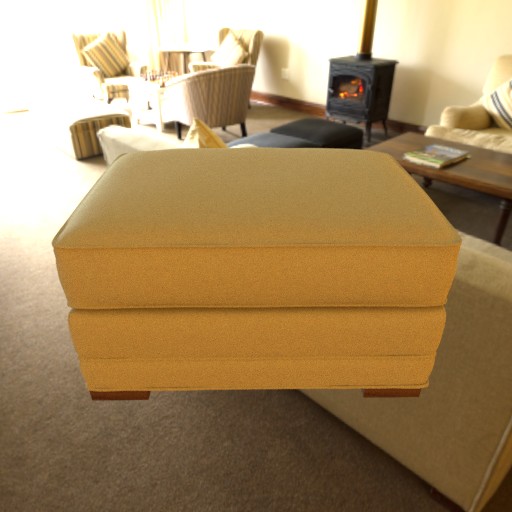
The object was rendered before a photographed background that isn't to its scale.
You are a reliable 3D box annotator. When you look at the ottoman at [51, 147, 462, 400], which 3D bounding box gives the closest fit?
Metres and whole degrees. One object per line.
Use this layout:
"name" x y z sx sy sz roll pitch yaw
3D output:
"ottoman" 0.000 0.000 1.209 0.848 0.482 0.611 0 31 -1
